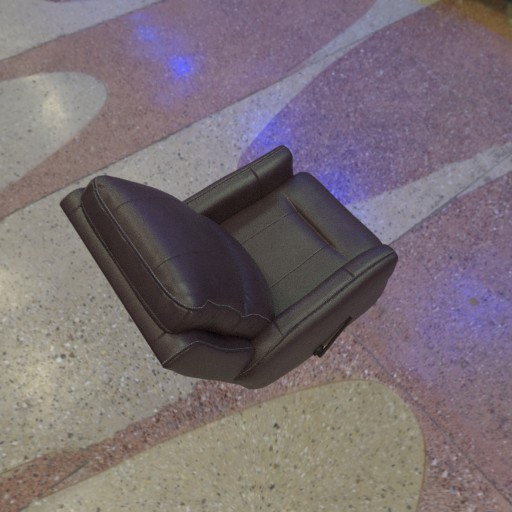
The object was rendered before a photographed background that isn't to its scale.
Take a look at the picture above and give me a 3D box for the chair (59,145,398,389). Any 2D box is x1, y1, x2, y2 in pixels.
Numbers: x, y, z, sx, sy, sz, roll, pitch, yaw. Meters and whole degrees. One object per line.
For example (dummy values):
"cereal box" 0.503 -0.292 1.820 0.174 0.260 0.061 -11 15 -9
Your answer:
"chair" 0.000 0.000 1.801 1.080 1.030 0.829 -32 64 -18
